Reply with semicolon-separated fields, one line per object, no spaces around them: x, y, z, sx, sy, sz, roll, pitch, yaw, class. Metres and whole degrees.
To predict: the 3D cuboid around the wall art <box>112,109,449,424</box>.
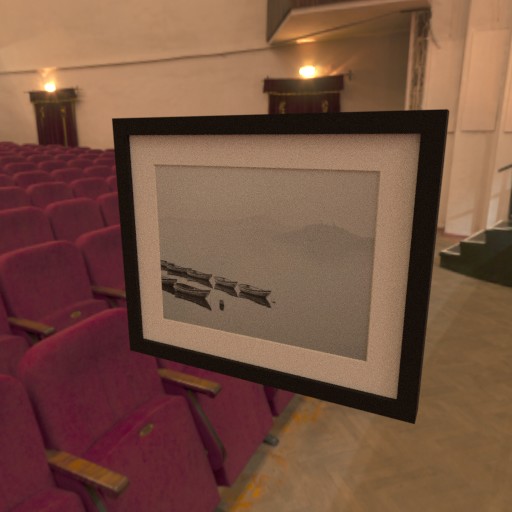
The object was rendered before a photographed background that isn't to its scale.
0.000;0.000;0.536;0.397;0.325;0.028;7;16;25;wall art
